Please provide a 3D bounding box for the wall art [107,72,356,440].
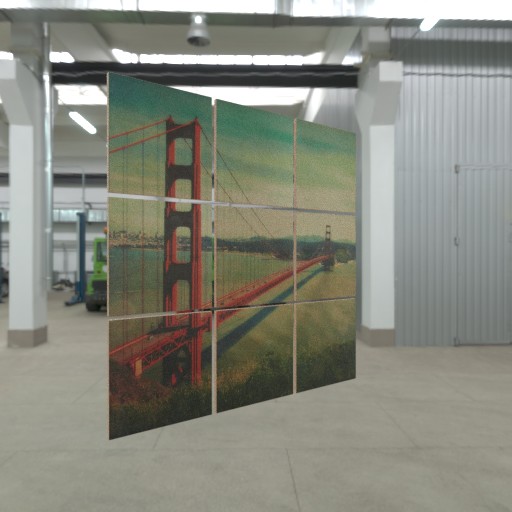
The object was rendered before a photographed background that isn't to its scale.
[{"bbox_3d":[0.000,0.000,1.374,0.917,0.910,0.012,0,0,-37],"label":"wall art"}]
